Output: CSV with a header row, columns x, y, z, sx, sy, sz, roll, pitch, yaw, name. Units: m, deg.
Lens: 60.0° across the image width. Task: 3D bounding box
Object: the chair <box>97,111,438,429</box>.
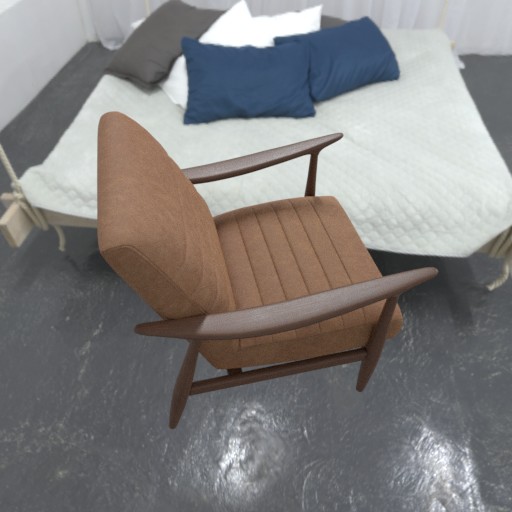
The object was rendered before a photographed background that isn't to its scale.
x,y,z,sx,sy,sz,roll,pitch,yaw,name
0.000,0.000,1.425,0.798,0.832,0.741,-10,48,-9,chair
